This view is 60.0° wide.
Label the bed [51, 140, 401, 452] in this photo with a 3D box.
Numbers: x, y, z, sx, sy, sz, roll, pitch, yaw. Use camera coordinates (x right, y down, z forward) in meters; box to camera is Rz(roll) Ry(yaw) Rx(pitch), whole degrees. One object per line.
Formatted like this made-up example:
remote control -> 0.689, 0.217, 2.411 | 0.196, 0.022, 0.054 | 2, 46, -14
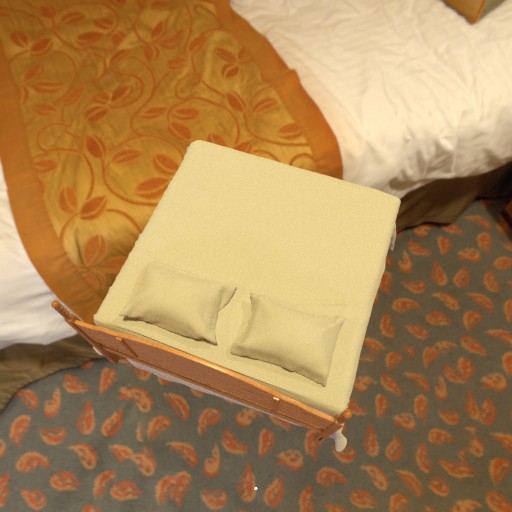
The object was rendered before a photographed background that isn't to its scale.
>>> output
bed -> 0.000, 0.000, 3.637 | 2.322, 1.355, 2.219 | 18, 64, 9
